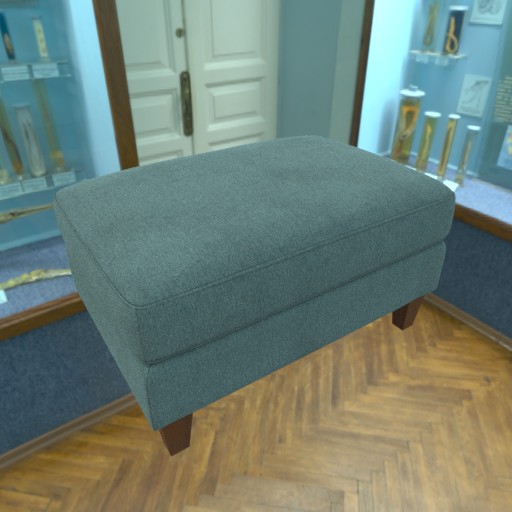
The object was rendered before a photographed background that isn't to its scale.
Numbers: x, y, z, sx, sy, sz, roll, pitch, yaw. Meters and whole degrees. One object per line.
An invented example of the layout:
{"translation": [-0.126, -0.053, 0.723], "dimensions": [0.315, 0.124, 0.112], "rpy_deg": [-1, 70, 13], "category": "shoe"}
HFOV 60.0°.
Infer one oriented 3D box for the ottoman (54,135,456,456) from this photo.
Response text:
{"translation": [0.000, 0.000, 1.180], "dimensions": [0.864, 0.483, 0.584], "rpy_deg": [-19, 36, -28], "category": "ottoman"}
